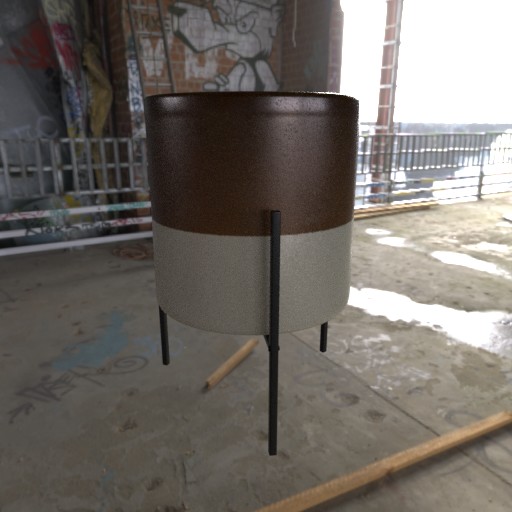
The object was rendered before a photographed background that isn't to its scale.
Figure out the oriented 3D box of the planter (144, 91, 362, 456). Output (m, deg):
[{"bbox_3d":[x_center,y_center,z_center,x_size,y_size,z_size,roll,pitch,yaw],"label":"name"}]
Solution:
[{"bbox_3d":[0.000,0.000,0.557,0.255,0.375,0.269,-3,17,-10],"label":"planter"}]
